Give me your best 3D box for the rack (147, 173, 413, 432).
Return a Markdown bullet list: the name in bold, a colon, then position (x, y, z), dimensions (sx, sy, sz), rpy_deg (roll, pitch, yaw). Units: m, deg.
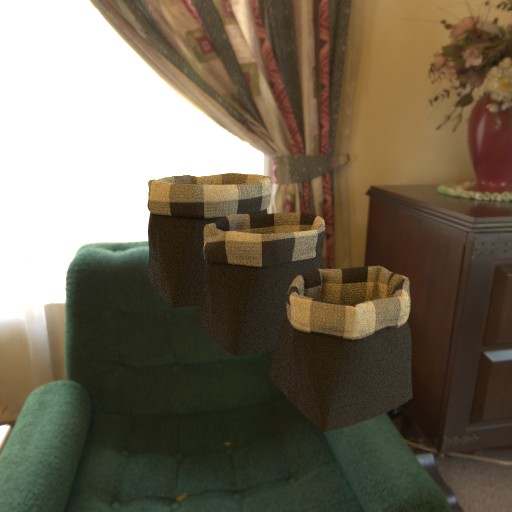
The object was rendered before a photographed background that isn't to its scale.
- **rack**: position (0.000, 0.000, 1.063), dimensions (0.370, 0.329, 0.889), rpy_deg (-8, 18, -26)
